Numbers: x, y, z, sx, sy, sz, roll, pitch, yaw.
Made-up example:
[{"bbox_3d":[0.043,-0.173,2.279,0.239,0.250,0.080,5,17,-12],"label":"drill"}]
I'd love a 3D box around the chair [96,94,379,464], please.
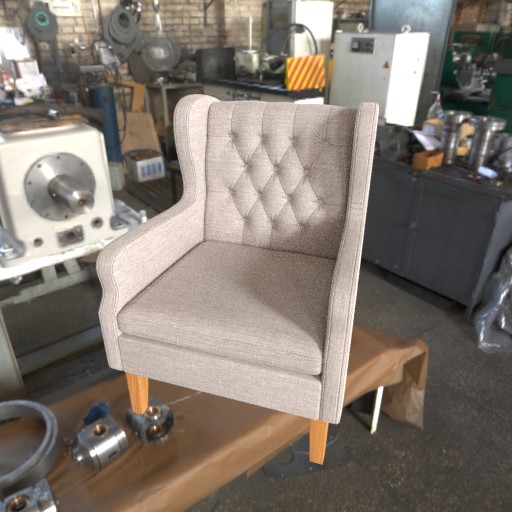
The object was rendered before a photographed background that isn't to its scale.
[{"bbox_3d":[0.000,0.000,1.462,0.710,0.930,0.760,9,29,16],"label":"chair"}]
